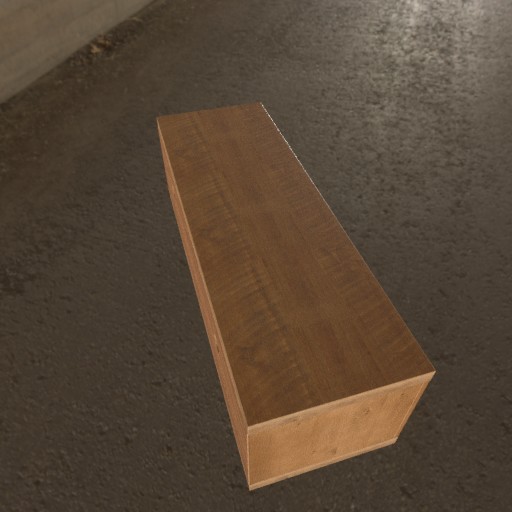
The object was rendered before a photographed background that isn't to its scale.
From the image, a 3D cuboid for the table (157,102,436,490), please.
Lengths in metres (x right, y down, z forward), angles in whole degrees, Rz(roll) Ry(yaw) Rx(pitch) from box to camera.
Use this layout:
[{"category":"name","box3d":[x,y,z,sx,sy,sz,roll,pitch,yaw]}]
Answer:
[{"category":"table","box3d":[0.000,0.000,1.747,0.499,0.491,1.499,-12,47,-12]}]
